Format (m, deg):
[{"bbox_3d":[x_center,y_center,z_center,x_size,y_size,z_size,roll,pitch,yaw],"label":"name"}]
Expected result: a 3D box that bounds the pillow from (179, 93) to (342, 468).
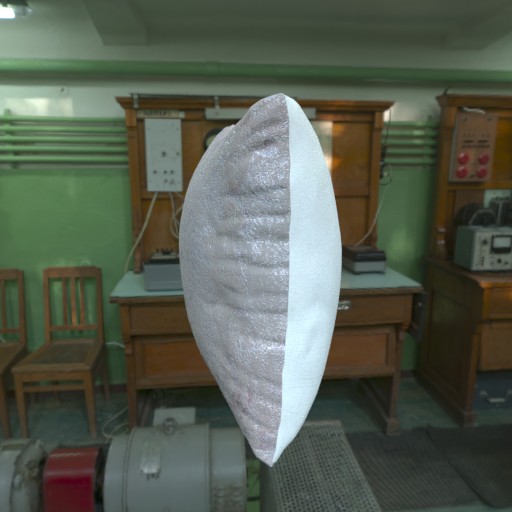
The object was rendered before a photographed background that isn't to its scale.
[{"bbox_3d":[0.000,0.000,0.723,0.245,0.448,0.450,-2,13,-7],"label":"pillow"}]
